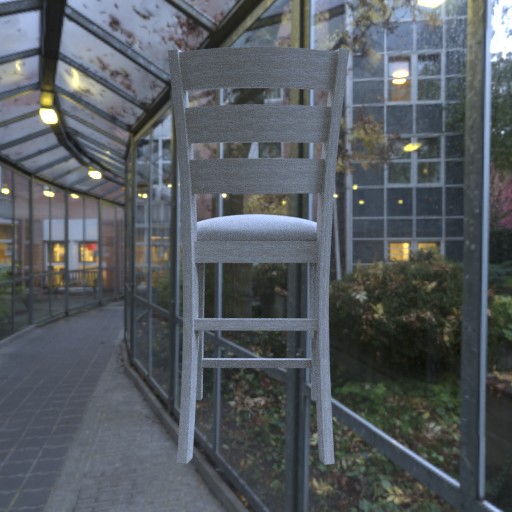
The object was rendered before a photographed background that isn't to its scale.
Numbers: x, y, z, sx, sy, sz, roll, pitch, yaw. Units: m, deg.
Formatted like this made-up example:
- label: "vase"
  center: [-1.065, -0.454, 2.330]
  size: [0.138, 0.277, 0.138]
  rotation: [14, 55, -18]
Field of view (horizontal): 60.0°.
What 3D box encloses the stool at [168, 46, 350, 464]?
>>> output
- label: "stool"
  center: [0.000, 0.000, 1.336]
  size: [0.484, 1.032, 0.569]
  rotation: [0, 0, 1]
